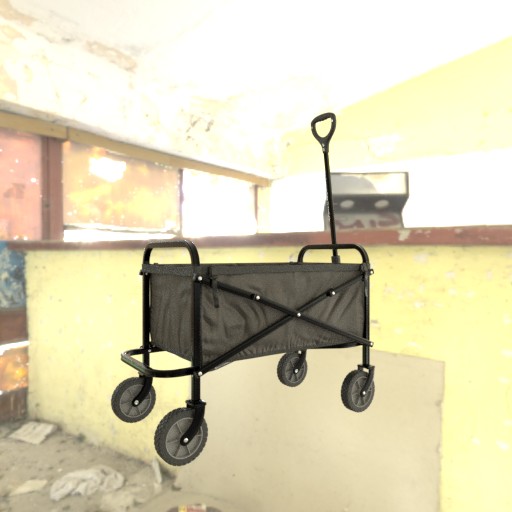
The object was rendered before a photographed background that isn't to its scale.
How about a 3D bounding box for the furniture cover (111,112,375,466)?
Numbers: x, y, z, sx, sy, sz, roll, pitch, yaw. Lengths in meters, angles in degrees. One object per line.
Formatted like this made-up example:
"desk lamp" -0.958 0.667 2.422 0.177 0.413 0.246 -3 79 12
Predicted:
"furniture cover" 0.000 0.000 1.811 1.038 1.295 0.532 0 0 -35
